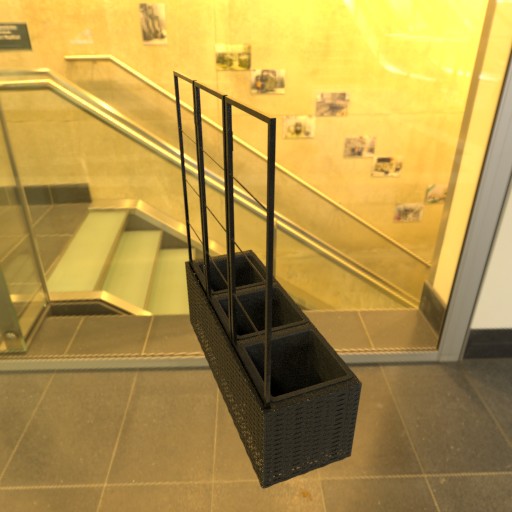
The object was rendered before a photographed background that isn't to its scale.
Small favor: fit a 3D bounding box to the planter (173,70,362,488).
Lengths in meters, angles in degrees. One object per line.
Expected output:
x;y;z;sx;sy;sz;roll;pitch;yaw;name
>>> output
0.000;0.000;1.156;0.244;0.841;0.698;-11;30;-19;planter
